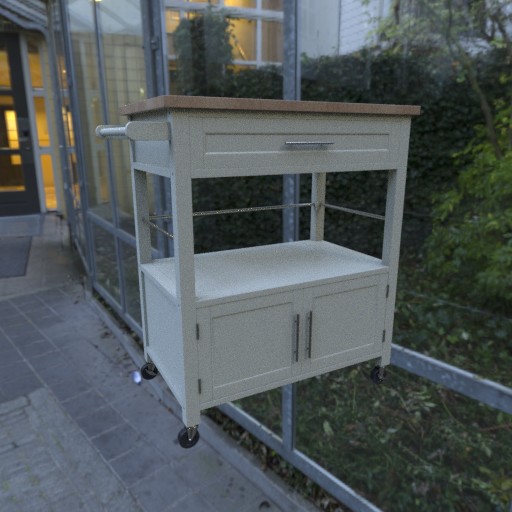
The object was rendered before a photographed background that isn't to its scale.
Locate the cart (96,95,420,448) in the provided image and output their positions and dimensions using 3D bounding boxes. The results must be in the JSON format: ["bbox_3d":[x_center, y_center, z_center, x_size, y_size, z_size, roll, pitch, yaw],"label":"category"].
[{"bbox_3d":[0.000,0.000,1.404,0.840,0.901,0.459,-8,17,-27],"label":"cart"}]
